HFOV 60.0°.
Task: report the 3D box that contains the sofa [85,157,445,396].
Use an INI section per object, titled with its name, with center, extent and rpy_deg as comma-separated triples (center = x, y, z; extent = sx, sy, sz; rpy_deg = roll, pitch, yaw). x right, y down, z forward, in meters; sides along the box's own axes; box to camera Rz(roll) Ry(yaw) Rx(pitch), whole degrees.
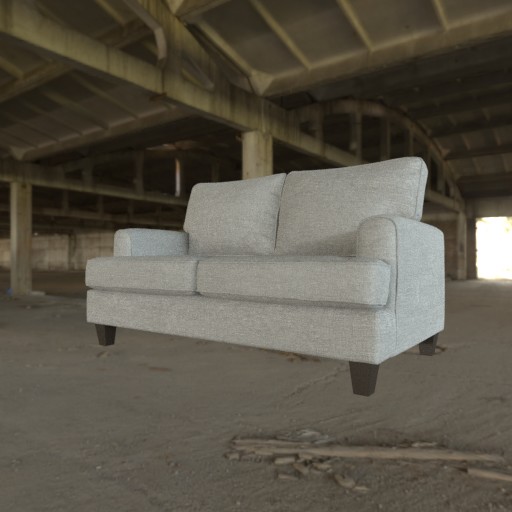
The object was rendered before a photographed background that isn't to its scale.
[sofa]
center = 0.000, 0.000, 2.282
extent = 1.651, 0.965, 0.965
rpy_deg = 0, 0, 36
